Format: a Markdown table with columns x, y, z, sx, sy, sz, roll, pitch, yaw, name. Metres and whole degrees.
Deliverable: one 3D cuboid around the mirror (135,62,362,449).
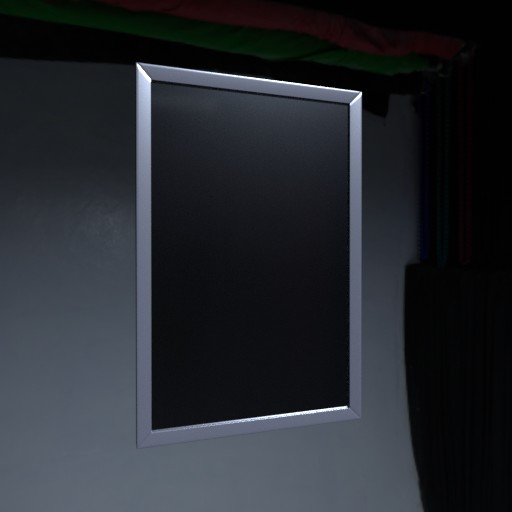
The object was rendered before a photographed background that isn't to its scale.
| x | y | z | sx | sy | sz | roll | pitch | yaw | name |
| --- | --- | --- | --- | --- | --- | --- | --- | --- | --- |
| 0.000 | 0.000 | 1.163 | 0.609 | 0.915 | 0.040 | 0 | 1 | -18 | mirror |
